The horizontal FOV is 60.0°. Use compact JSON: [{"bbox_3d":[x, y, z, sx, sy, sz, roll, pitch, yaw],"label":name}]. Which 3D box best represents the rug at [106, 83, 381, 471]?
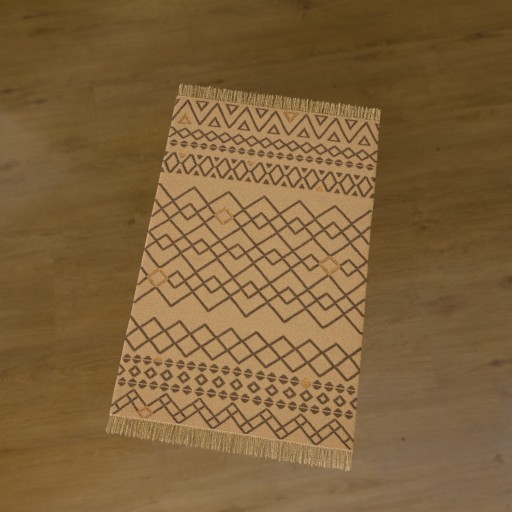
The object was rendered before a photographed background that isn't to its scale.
[{"bbox_3d":[0.000,0.000,2.420,1.224,0.028,2.023,8,76,2],"label":"rug"}]
